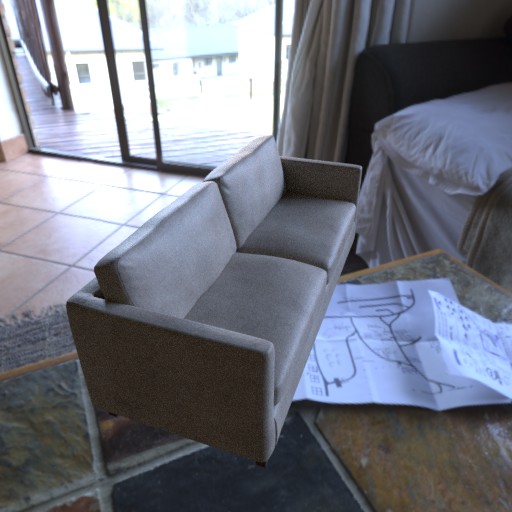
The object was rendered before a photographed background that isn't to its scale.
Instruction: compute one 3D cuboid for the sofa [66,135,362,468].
[{"bbox_3d":[0.000,0.000,2.741,0.951,0.965,2.208,11,32,17],"label":"sofa"}]
